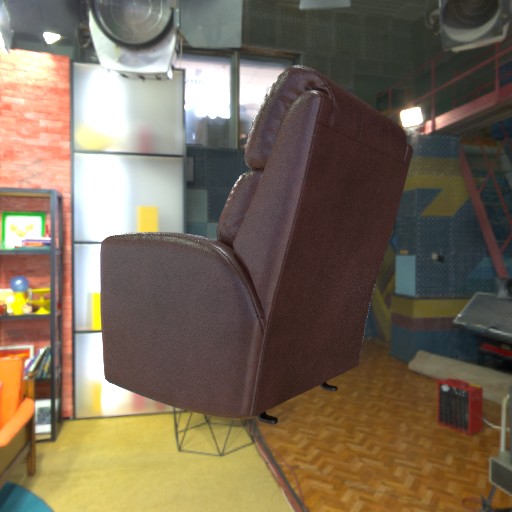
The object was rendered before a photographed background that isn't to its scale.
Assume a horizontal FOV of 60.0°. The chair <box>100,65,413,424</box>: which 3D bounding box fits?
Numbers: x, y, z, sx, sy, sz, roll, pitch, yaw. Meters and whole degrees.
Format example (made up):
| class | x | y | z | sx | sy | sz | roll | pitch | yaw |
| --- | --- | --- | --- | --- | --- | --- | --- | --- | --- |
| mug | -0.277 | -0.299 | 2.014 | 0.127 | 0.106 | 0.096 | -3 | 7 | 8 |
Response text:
| class | x | y | z | sx | sy | sz | roll | pitch | yaw |
| --- | --- | --- | --- | --- | --- | --- | --- | --- | --- |
| chair | 0.000 | 0.000 | 1.643 | 0.939 | 1.016 | 0.787 | 0 | 0 | 37 |
